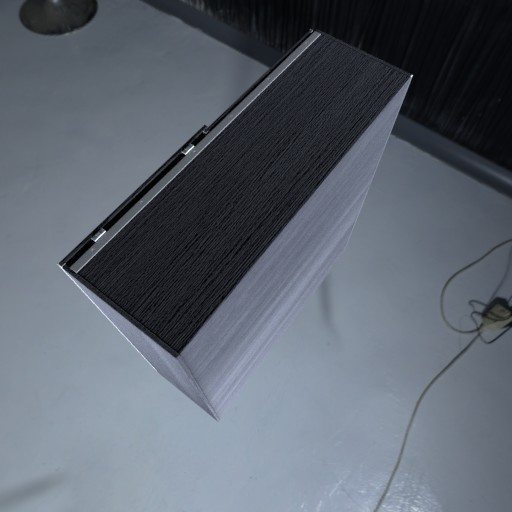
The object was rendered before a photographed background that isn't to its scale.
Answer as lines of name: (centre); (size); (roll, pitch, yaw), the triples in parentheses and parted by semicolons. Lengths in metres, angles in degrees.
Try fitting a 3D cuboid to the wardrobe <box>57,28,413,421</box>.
wardrobe: (0.000, 0.000, 2.852); (0.629, 1.960, 1.780); (34, 68, 16)
